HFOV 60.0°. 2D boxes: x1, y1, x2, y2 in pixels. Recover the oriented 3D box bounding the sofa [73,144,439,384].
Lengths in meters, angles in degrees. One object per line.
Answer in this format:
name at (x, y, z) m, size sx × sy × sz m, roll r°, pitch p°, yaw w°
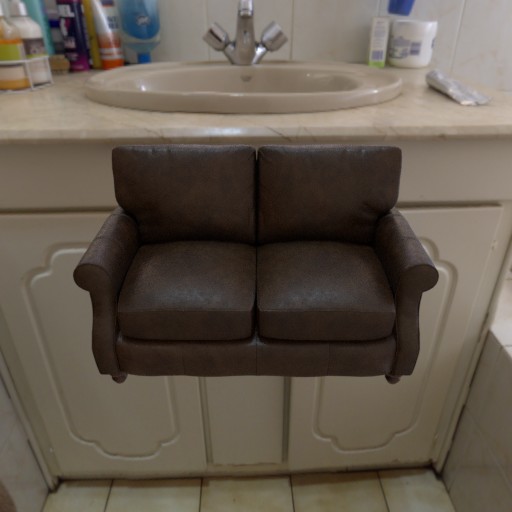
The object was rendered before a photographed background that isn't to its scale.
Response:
sofa at (0.000, 0.000, 2.264) m, size 1.616 × 0.976 × 0.990 m, roll 0°, pitch 30°, yaw 0°
